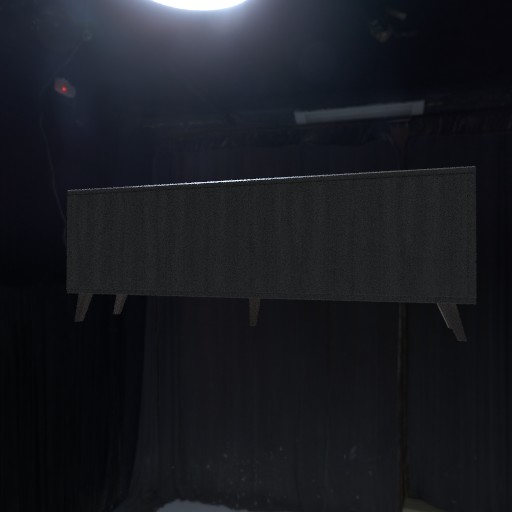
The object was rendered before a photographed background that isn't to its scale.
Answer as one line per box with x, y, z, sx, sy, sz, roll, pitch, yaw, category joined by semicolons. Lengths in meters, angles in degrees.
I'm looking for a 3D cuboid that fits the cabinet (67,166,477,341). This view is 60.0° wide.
0.000;0.000;2.525;2.198;0.779;0.499;0;-1;18;cabinet
